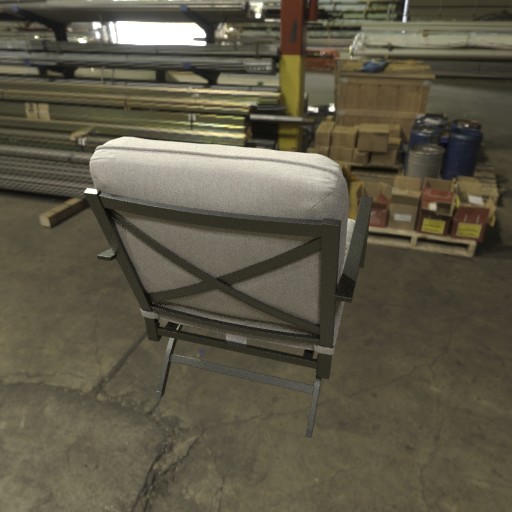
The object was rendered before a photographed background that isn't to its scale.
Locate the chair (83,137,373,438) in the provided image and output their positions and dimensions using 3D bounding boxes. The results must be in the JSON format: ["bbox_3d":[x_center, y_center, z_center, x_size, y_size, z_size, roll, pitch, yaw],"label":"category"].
[{"bbox_3d":[0.000,0.000,1.405,0.650,0.860,0.787,9,31,15],"label":"chair"}]
